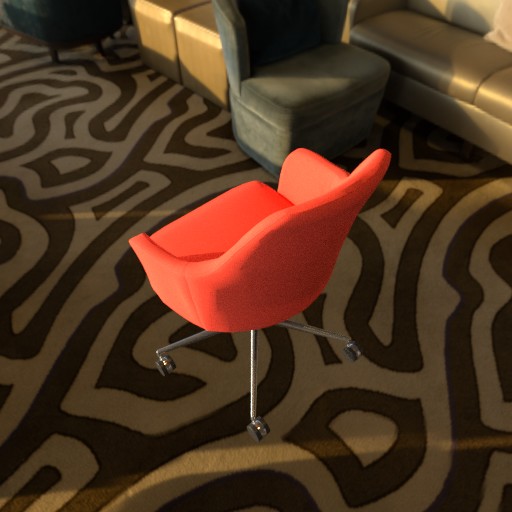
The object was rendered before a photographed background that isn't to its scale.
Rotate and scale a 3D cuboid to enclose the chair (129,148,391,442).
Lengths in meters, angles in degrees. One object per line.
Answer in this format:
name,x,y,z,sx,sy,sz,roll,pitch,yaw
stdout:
chair,0.000,0.000,1.240,0.655,0.820,0.600,-33,56,-26
